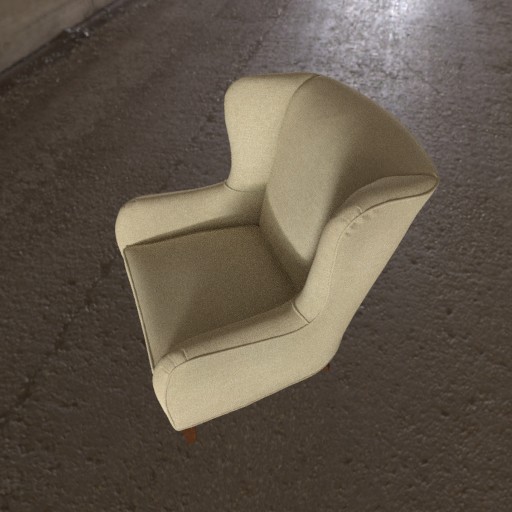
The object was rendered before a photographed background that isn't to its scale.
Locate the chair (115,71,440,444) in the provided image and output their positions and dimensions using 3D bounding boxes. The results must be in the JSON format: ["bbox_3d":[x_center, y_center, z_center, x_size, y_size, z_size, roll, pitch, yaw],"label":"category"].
[{"bbox_3d":[0.000,0.000,1.688,0.966,1.040,0.838,-16,48,-15],"label":"chair"}]
